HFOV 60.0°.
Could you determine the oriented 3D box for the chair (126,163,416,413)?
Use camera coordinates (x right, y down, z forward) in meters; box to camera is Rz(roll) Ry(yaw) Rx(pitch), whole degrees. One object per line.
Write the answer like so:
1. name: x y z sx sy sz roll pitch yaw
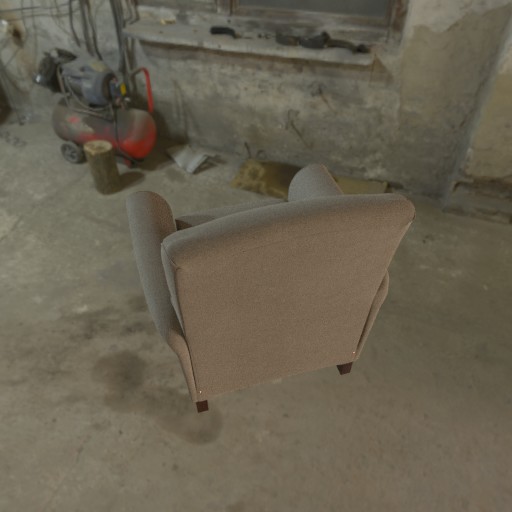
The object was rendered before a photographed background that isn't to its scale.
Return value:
1. chair: 0.000 0.000 1.846 0.978 1.061 0.905 -11 44 -12
